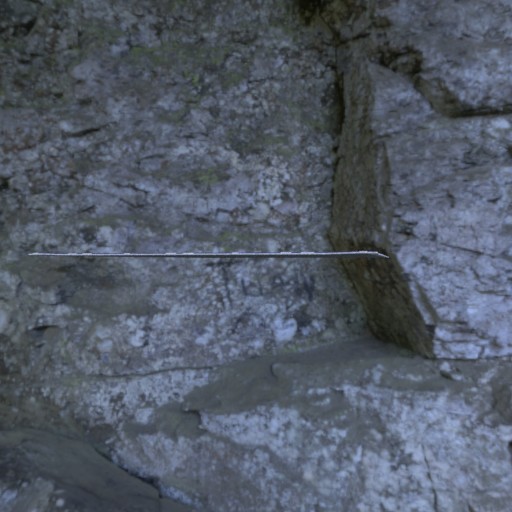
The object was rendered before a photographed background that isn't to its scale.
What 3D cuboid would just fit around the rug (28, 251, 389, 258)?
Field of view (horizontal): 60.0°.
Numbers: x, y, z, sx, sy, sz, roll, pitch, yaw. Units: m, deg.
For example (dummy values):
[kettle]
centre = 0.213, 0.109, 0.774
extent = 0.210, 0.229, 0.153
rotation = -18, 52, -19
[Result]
[rug]
centre = 0.000, 0.000, 4.354
extent = 2.443, 0.024, 3.228
rotation = 0, -1, 18
